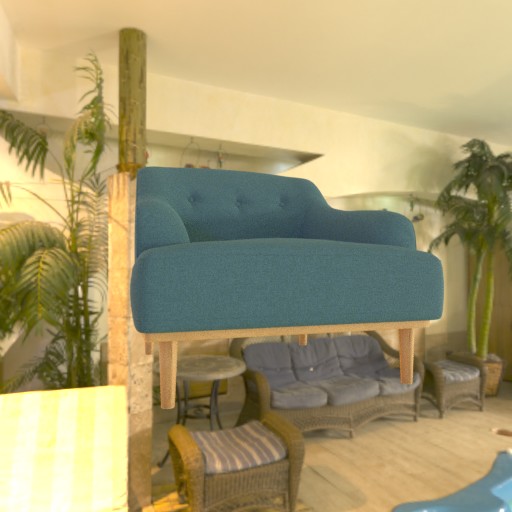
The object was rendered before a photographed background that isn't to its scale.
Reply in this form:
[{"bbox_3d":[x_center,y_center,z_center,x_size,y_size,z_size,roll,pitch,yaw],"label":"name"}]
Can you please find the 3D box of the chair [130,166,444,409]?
[{"bbox_3d":[0.000,0.000,1.660,0.946,0.818,0.951,0,-1,-19],"label":"chair"}]
